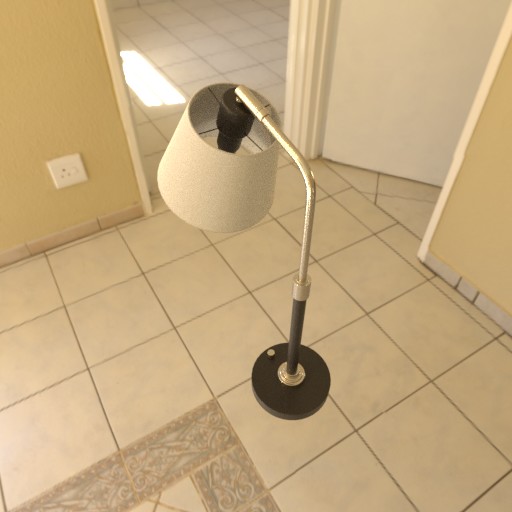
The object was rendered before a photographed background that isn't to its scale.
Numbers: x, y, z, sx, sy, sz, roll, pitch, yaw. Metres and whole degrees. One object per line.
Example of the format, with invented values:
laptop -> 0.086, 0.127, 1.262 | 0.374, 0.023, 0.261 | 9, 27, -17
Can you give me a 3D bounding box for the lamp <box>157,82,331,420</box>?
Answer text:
lamp -> 0.000, 0.000, 0.700 | 0.181, 0.539, 0.348 | -32, 54, -27
